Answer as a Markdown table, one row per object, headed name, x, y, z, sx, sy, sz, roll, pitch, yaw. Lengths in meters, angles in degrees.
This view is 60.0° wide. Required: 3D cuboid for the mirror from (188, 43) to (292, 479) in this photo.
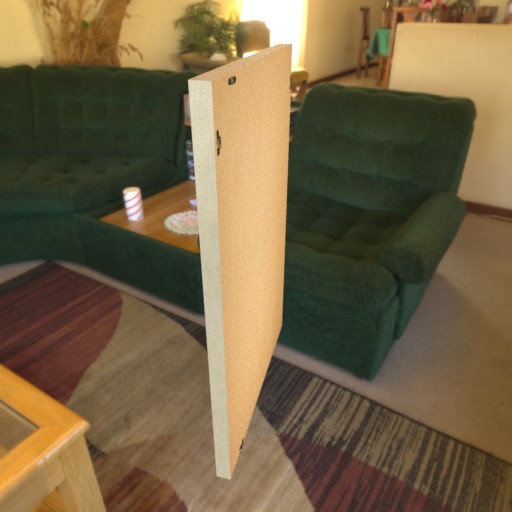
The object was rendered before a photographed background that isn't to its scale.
| name | x | y | z | sx | sy | sz | roll | pitch | yaw |
| --- | --- | --- | --- | --- | --- | --- | --- | --- | --- |
| mirror | 0.000 | 0.000 | 1.109 | 0.041 | 0.915 | 0.609 | 8 | 31 | 13 |
